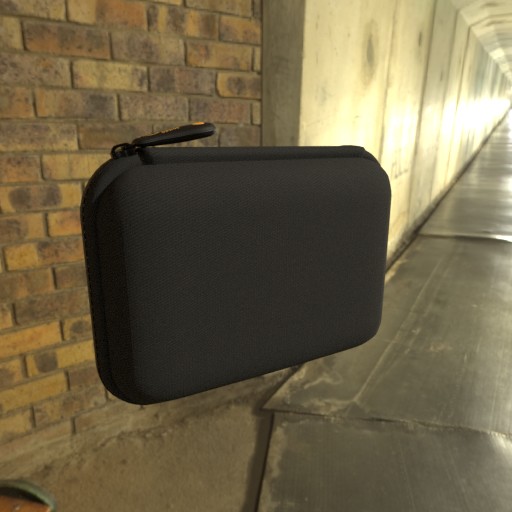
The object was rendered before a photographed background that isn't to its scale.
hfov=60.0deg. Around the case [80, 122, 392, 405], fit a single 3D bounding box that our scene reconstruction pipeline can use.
[{"bbox_3d":[0.000,0.000,0.182,0.132,0.105,0.038,-8,18,-28],"label":"case"}]
